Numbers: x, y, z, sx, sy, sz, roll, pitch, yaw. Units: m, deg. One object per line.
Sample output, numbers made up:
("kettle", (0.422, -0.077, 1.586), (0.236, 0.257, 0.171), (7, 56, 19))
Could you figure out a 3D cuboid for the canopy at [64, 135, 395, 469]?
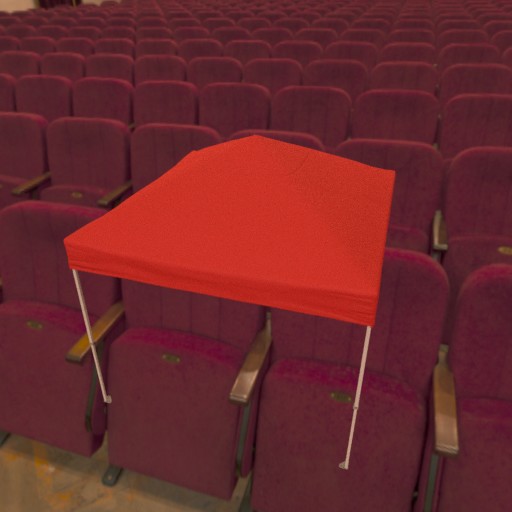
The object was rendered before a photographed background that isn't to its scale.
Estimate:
("canopy", (0.000, 0.000, 5.485), (2.998, 2.997, 2.996), (9, 32, 15))
